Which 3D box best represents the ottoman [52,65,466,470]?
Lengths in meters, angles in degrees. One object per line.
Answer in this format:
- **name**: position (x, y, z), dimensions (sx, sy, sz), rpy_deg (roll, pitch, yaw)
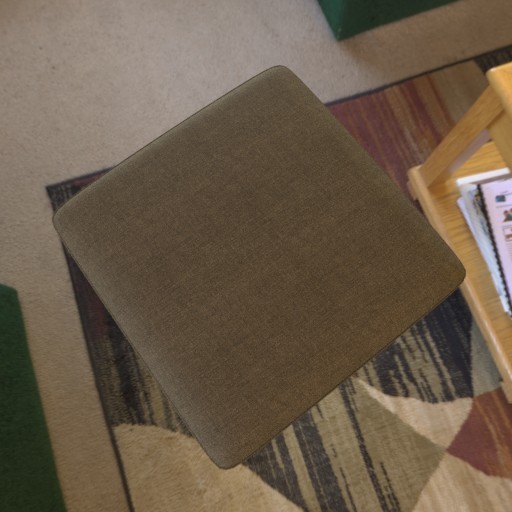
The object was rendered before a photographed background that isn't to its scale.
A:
- **ottoman**: position (0.000, 0.000, 1.689), dimensions (1.067, 0.559, 1.067), rpy_deg (-36, 79, -8)
